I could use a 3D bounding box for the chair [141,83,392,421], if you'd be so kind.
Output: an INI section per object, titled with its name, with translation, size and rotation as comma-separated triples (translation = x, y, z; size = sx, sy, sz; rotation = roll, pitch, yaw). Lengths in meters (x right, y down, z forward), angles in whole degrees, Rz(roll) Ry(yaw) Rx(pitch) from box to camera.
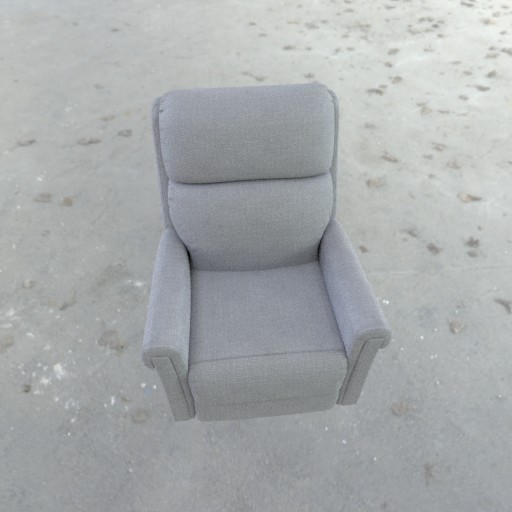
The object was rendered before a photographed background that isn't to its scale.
[chair]
translation = 0.000, 0.000, 1.795
size = 0.838, 1.054, 1.014
rotation = -4, 47, -4
